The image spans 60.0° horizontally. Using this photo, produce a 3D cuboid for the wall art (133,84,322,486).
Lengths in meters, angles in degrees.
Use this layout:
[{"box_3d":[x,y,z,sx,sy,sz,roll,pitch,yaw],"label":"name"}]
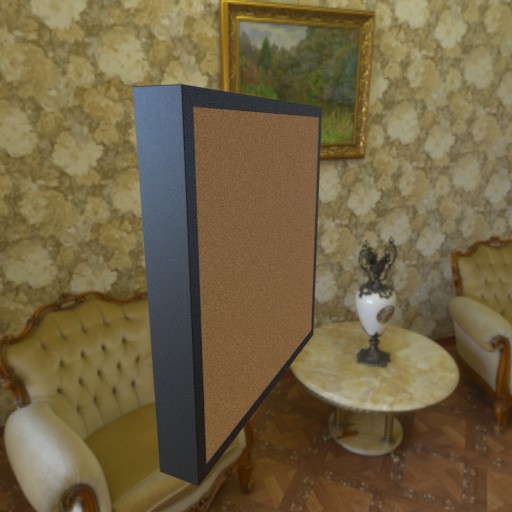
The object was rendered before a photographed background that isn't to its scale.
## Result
[{"box_3d":[0.000,0.000,0.456,0.038,0.304,0.304,7,17,24],"label":"wall art"}]
